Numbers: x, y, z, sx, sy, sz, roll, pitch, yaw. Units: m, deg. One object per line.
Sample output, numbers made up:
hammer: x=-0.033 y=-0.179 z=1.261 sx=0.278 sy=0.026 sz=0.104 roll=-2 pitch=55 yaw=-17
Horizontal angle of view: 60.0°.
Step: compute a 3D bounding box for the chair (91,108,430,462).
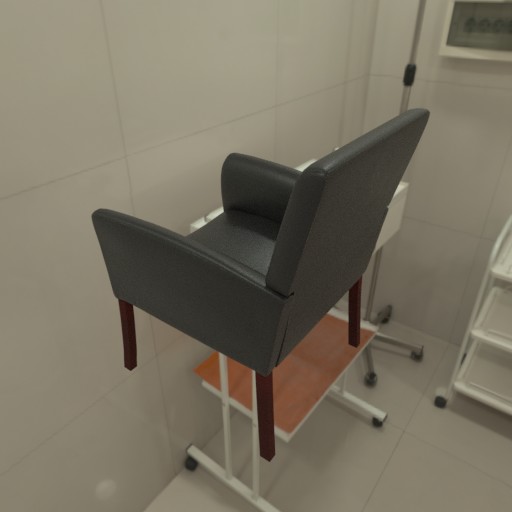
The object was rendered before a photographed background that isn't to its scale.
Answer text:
chair: x=0.000 y=0.000 z=1.469 sx=0.772 sy=0.951 sz=0.683 roll=21 pitch=37 yaw=30
